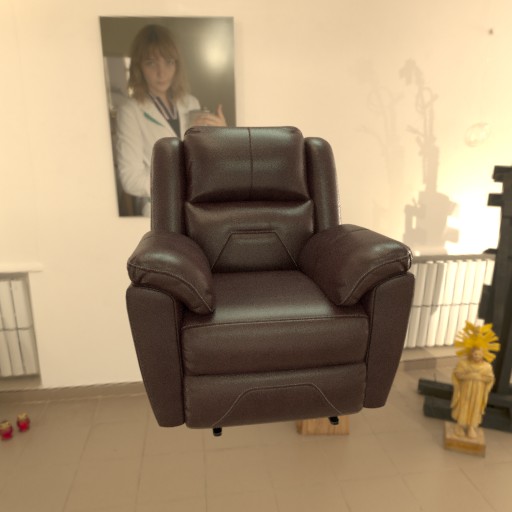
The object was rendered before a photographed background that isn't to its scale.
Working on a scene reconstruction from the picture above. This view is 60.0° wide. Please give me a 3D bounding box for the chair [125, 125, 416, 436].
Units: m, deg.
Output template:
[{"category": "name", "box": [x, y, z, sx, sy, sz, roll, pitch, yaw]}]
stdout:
[{"category": "chair", "box": [0.000, 0.000, 1.909, 0.990, 1.093, 1.041, -2, 15, -8]}]
